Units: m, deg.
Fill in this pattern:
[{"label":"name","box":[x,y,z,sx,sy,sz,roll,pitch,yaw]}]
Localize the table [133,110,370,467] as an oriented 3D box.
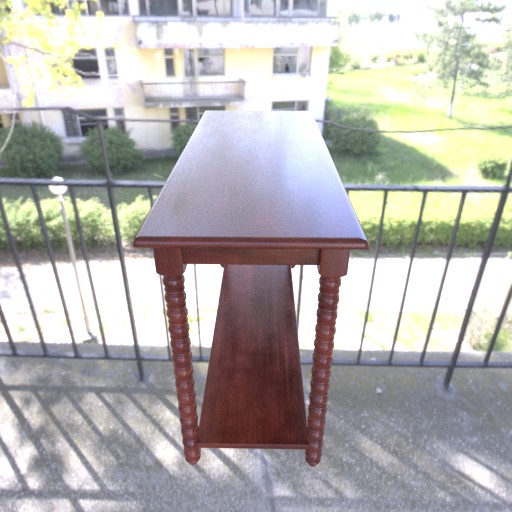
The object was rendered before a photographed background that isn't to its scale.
[{"label":"table","box":[0.000,0.000,1.537,0.459,0.740,1.184,0,30,1]}]
